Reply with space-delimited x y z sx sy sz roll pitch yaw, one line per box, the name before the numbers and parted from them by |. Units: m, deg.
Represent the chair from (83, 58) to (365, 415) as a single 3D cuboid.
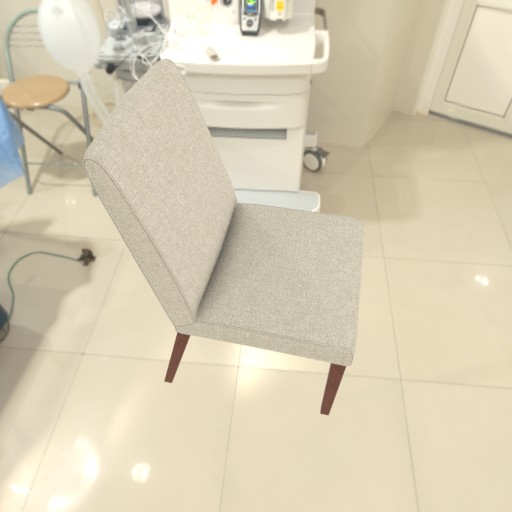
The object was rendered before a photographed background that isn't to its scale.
chair | 0.000 0.000 1.236 0.594 0.900 0.480 9 49 8
